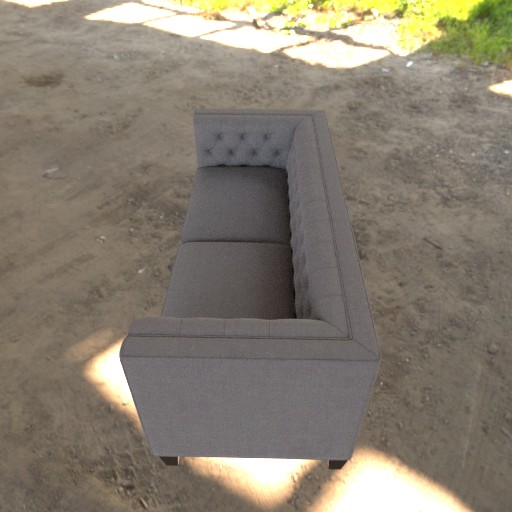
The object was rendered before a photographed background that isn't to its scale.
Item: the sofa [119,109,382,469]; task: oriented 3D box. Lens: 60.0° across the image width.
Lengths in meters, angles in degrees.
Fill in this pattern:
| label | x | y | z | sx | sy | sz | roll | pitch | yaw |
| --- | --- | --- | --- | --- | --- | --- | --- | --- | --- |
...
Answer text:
| label | x | y | z | sx | sy | sz | roll | pitch | yaw |
| --- | --- | --- | --- | --- | --- | --- | --- | --- | --- |
| sofa | 0.000 | 0.000 | 2.190 | 0.775 | 0.762 | 1.778 | 1 | 41 | 1 |
